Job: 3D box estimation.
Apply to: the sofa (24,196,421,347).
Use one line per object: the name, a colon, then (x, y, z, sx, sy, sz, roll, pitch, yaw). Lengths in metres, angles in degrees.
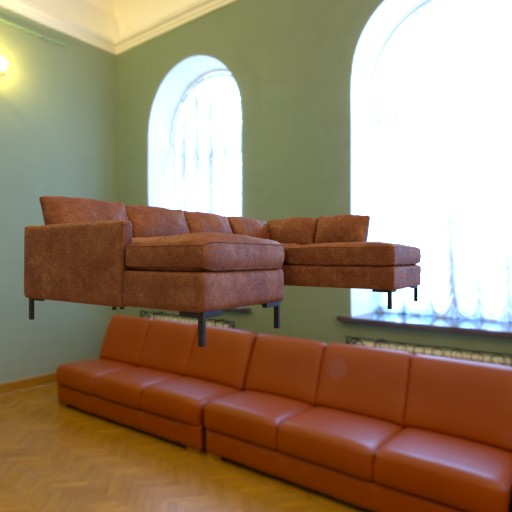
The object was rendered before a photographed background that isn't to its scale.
sofa: (0.000, 0.000, 3.746, 1.939, 0.900, 2.956, 0, 0, 36)
